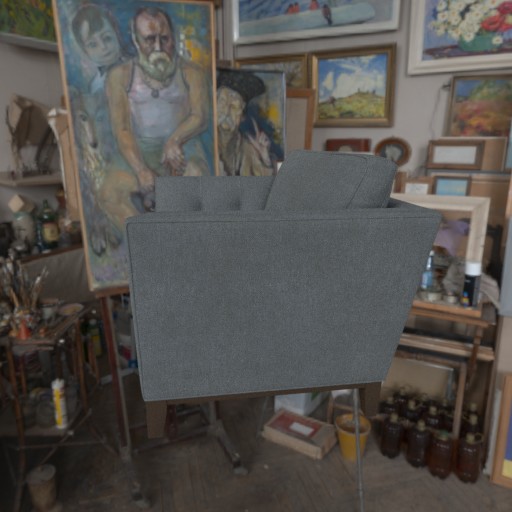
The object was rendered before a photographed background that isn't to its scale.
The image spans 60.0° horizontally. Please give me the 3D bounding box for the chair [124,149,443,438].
[{"bbox_3d":[0.000,0.000,2.035,0.965,0.942,1.396,-2,15,-8],"label":"chair"}]
